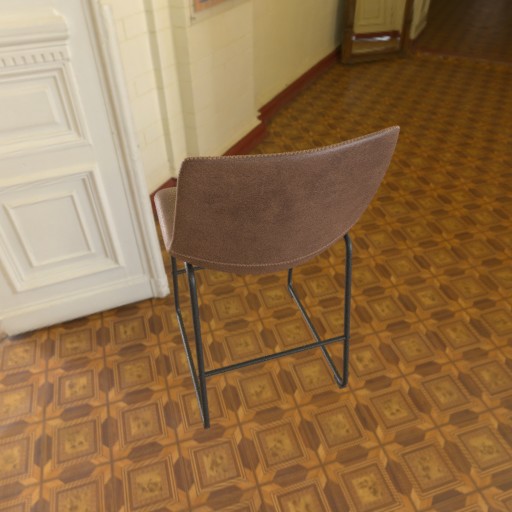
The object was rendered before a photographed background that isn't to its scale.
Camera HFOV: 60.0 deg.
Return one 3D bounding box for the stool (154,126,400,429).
[{"bbox_3d":[0.000,0.000,1.172,0.460,0.890,0.550,-12,42,-13],"label":"stool"}]
